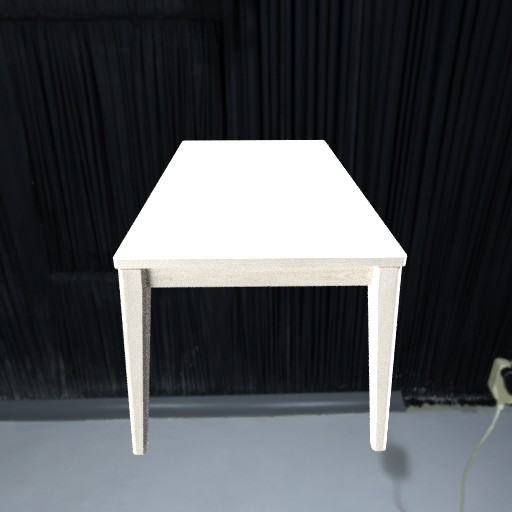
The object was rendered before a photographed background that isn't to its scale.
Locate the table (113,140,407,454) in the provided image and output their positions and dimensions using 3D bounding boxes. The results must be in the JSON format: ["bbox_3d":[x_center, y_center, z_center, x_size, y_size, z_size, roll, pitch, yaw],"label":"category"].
[{"bbox_3d":[0.000,0.000,2.117,0.900,0.760,1.600,0,27,-1],"label":"table"}]
